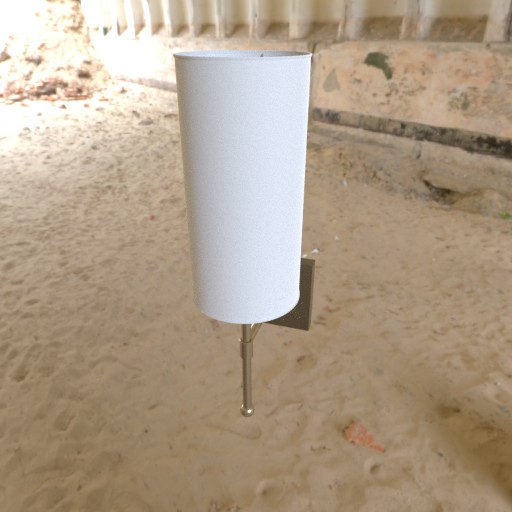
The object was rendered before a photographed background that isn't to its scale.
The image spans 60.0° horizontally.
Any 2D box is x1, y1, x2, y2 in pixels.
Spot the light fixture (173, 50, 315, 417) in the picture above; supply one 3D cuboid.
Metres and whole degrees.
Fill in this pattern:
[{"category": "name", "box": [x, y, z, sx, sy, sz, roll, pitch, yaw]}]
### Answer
[{"category": "light fixture", "box": [0.000, 0.000, 0.550, 0.128, 0.462, 0.208, 8, 28, 16]}]
